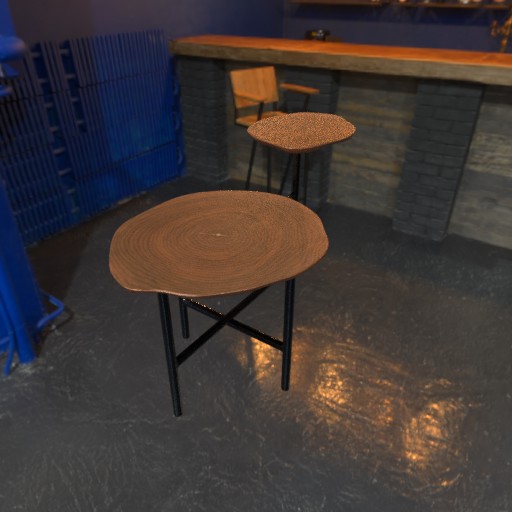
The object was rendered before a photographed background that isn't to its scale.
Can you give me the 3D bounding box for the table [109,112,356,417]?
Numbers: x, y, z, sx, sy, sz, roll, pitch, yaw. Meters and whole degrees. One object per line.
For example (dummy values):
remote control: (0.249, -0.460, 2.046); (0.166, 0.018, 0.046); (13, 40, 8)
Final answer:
table: (0.000, 0.000, 1.100); (0.442, 0.538, 0.759); (20, 36, 30)
